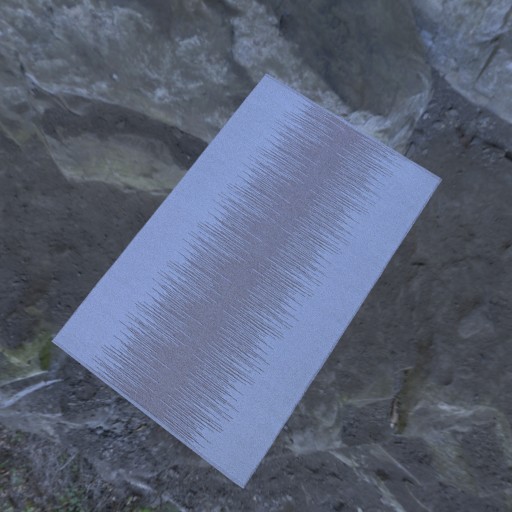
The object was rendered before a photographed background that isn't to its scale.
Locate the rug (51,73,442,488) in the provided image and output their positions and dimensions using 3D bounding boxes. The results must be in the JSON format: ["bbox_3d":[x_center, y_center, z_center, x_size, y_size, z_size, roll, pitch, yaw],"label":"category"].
[{"bbox_3d":[0.000,0.000,3.000,1.522,0.012,2.440,34,78,8],"label":"rug"}]
